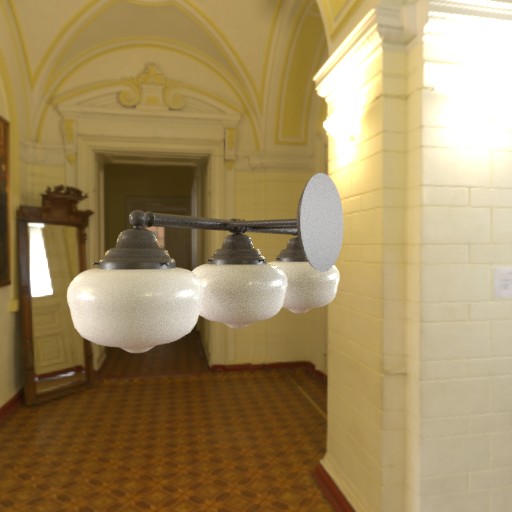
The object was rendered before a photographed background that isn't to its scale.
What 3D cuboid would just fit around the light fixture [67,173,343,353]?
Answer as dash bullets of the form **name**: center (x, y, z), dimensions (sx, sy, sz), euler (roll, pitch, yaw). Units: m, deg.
- **light fixture**: center (0.000, 0.000, 0.713), dimensions (0.239, 0.242, 0.587), euler (0, 1, 34)
